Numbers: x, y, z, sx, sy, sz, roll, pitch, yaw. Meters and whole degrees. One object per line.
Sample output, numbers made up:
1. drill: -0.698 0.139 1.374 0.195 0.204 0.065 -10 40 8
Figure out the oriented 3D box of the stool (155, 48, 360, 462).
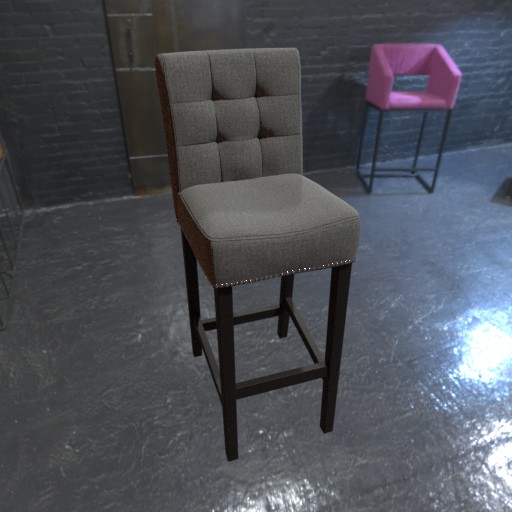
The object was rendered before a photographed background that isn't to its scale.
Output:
1. stool: 0.000 0.000 1.297 0.411 1.047 0.548 -10 33 -15
